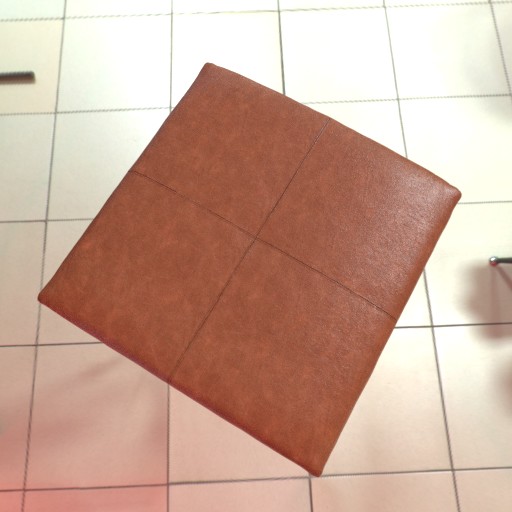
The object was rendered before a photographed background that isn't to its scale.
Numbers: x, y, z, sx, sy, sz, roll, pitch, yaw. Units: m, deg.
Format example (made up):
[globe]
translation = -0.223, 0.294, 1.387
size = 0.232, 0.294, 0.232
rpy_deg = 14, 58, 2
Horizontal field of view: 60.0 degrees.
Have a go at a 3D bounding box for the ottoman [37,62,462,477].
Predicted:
[ottoman]
translation = 0.000, 0.000, 1.574
size = 1.013, 0.442, 1.016
rpy_deg = 30, 77, 8
